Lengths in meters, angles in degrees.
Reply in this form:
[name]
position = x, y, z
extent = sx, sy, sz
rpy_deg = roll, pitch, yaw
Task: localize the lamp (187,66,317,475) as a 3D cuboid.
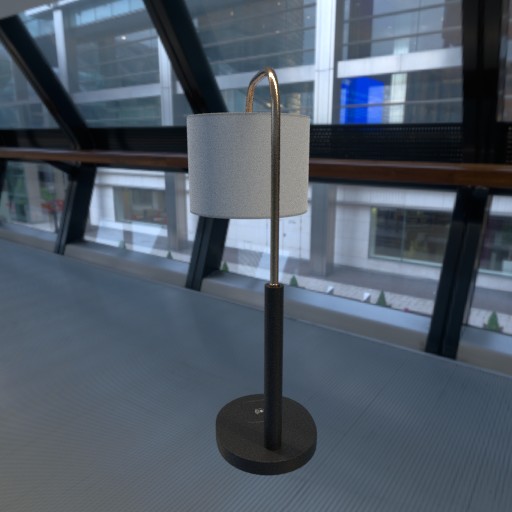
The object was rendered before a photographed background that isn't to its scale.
[lamp]
position = 0.000, 0.000, 0.708
extent = 0.199, 0.540, 0.337
rpy_deg = -2, 14, -10
